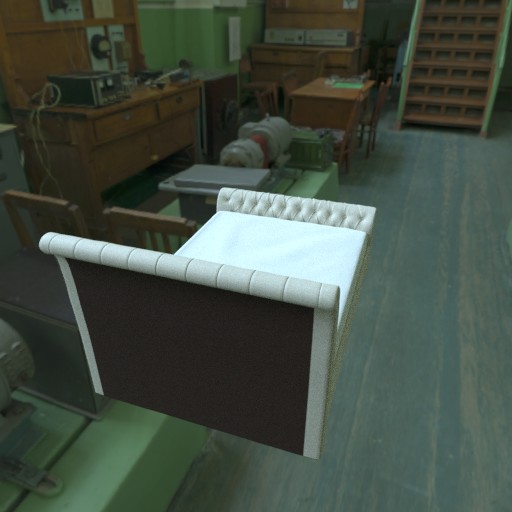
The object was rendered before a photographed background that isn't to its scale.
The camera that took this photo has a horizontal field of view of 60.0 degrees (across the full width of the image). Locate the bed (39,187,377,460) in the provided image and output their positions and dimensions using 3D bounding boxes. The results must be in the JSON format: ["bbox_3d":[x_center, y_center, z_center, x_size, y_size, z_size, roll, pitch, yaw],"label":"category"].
[{"bbox_3d":[0.000,0.000,3.455,1.606,1.268,2.493,10,32,17],"label":"bed"}]
